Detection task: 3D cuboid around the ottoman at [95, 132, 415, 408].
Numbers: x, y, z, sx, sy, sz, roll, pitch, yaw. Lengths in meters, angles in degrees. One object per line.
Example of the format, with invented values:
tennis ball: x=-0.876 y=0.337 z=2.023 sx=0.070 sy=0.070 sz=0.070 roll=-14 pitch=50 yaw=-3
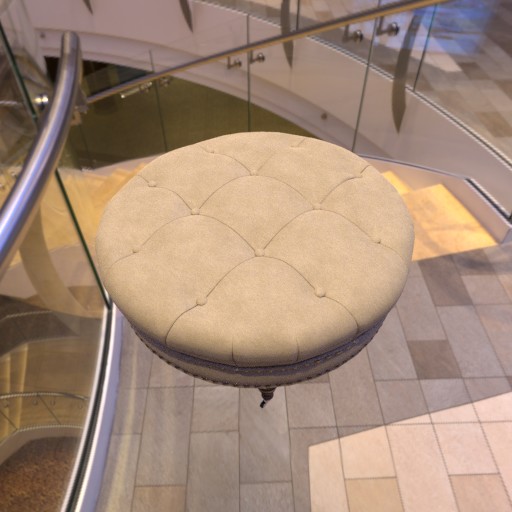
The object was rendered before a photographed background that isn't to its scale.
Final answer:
ottoman: x=0.000 y=0.000 z=1.378 sx=0.901 sy=0.439 sz=0.901 roll=0 pitch=46 yaw=0
